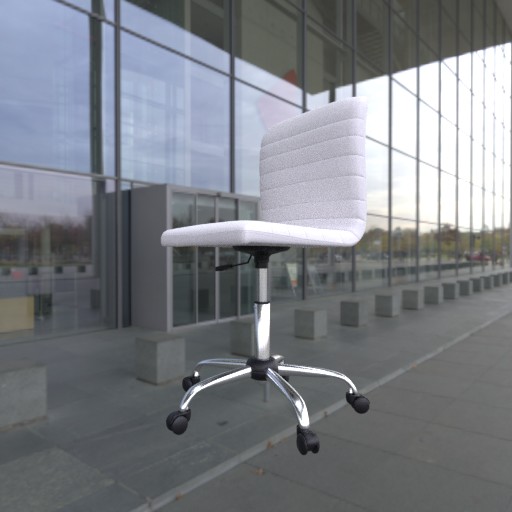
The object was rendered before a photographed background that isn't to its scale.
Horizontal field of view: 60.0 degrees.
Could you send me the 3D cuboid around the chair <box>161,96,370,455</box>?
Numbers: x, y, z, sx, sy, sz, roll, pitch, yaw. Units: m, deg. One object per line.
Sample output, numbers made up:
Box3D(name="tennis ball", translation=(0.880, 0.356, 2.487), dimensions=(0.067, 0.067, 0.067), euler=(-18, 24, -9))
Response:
Box3D(name="chair", translation=(0.000, 0.000, 1.061), dimensions=(0.455, 0.750, 0.520), euler=(0, 1, -35))
